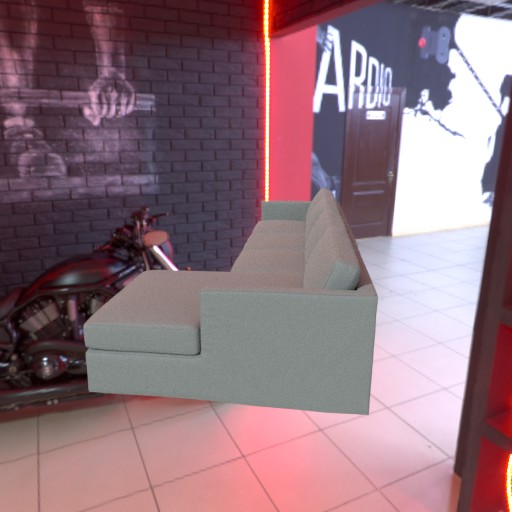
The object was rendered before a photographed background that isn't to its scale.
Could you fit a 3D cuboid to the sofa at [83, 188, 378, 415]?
[{"bbox_3d":[0.000,0.000,3.886,1.622,0.867,3.177,2,16,6],"label":"sofa"}]
